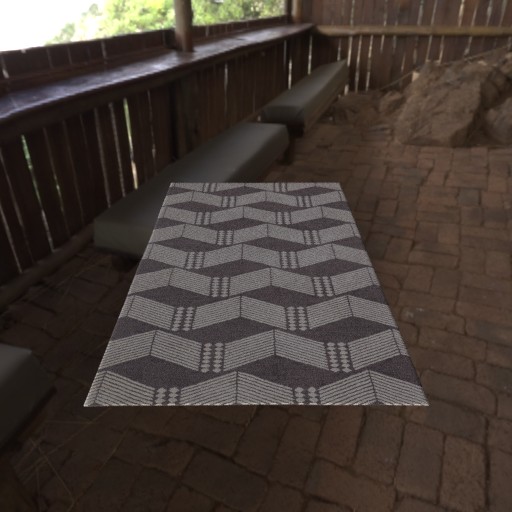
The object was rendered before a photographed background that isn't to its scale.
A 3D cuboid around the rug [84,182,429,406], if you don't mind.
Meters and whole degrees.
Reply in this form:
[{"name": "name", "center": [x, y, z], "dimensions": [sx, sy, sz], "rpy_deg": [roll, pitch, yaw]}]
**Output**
[{"name": "rug", "center": [0.000, 0.000, 2.966], "dimensions": [1.517, 0.011, 2.435], "rpy_deg": [0, 33, 0]}]
